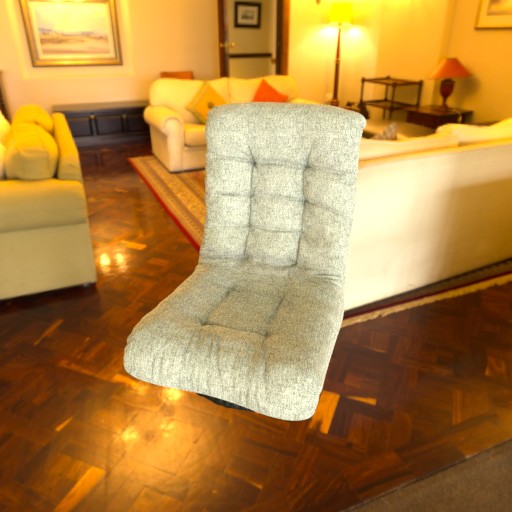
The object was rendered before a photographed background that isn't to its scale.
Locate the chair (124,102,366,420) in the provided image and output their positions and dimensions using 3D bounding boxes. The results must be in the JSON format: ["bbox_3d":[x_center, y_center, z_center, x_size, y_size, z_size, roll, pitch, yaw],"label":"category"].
[{"bbox_3d":[0.000,0.000,1.001,0.400,0.600,0.583,8,28,16],"label":"chair"}]
